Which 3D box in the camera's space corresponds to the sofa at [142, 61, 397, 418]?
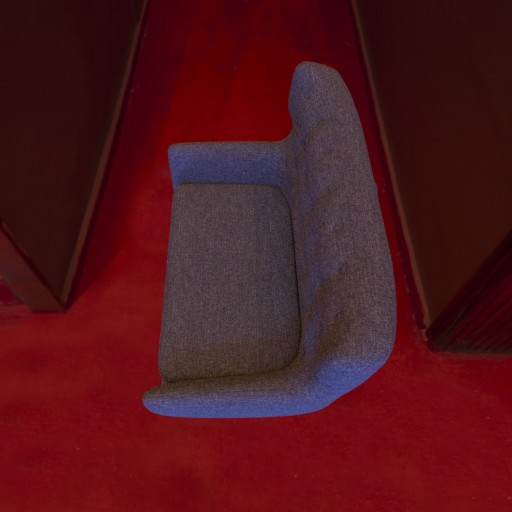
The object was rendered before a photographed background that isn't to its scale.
[{"bbox_3d":[0.000,0.000,1.975,0.874,1.028,1.358,-1,58,-1],"label":"sofa"}]
